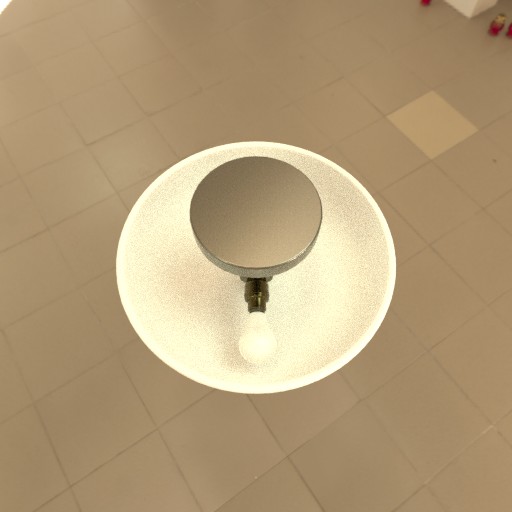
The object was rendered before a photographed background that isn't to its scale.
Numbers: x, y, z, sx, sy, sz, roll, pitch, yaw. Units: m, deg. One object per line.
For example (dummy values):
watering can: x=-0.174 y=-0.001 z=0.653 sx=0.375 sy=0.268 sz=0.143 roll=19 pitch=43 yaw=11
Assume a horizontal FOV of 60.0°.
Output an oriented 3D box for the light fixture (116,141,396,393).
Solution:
light fixture: x=0.000 y=0.000 z=0.542 sx=0.330 sy=0.214 sz=0.330 roll=0 pitch=63 yaw=0
